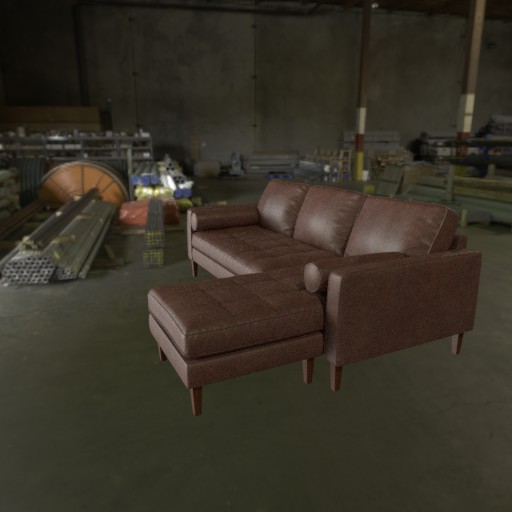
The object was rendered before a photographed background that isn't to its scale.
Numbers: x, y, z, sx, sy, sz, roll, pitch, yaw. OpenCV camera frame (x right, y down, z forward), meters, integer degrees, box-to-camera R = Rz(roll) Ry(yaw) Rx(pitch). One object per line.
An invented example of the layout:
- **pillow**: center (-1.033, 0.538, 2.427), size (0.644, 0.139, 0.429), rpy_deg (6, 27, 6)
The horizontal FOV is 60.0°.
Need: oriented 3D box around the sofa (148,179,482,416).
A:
- **sofa**: center (0.000, 0.000, 2.951), size (1.613, 0.841, 2.185), rpy_deg (-7, 17, -26)
